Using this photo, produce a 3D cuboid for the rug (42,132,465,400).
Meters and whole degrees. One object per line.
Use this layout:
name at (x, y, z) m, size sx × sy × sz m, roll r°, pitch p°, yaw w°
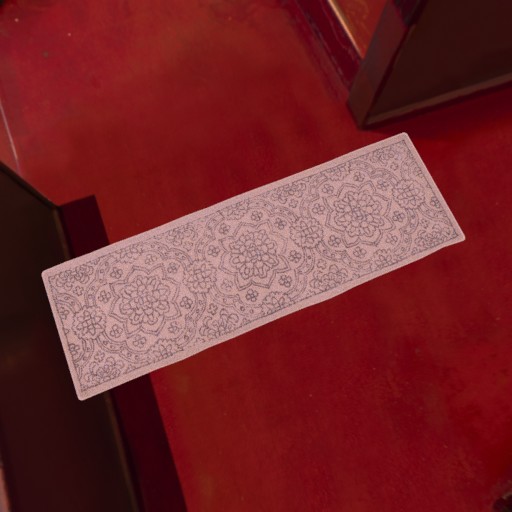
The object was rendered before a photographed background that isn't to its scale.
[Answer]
rug at (0.000, 0.000, 2.653) m, size 2.431 × 0.006 × 0.806 m, roll -22°, pitch 76°, yaw -6°
